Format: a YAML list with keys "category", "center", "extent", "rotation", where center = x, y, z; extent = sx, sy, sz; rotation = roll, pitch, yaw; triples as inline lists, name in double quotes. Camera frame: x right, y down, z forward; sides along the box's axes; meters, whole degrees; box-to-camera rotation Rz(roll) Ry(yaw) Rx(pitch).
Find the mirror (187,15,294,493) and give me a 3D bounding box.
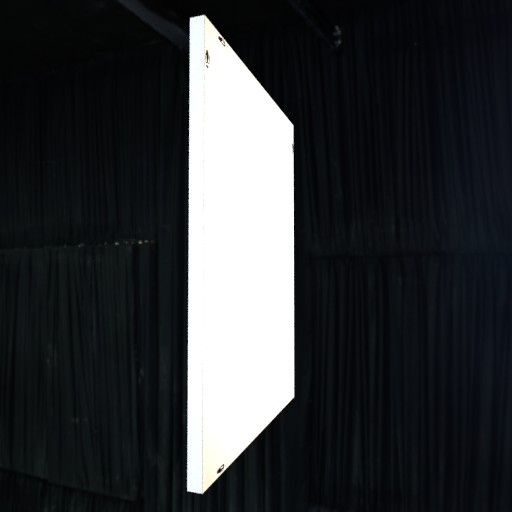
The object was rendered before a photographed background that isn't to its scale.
- category: "mirror"
  center: [0.000, 0.000, 1.303]
  extent: [0.040, 1.016, 0.762]
  rotation: [-1, -2, 19]
